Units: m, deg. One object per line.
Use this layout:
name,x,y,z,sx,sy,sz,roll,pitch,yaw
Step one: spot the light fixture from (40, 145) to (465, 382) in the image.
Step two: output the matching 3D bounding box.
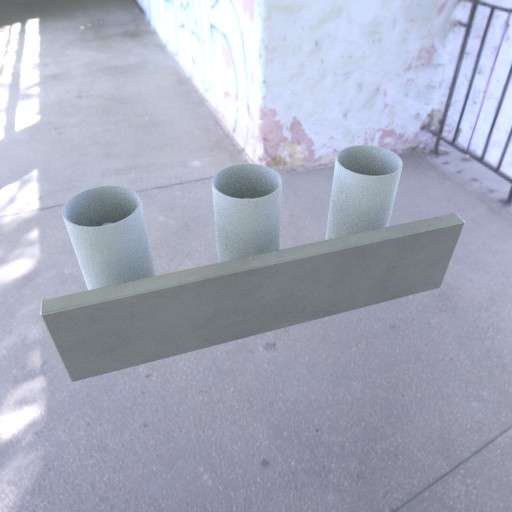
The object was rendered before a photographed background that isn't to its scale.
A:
light fixture,0.000,0.000,0.531,0.451,0.172,0.145,-12,42,-14
